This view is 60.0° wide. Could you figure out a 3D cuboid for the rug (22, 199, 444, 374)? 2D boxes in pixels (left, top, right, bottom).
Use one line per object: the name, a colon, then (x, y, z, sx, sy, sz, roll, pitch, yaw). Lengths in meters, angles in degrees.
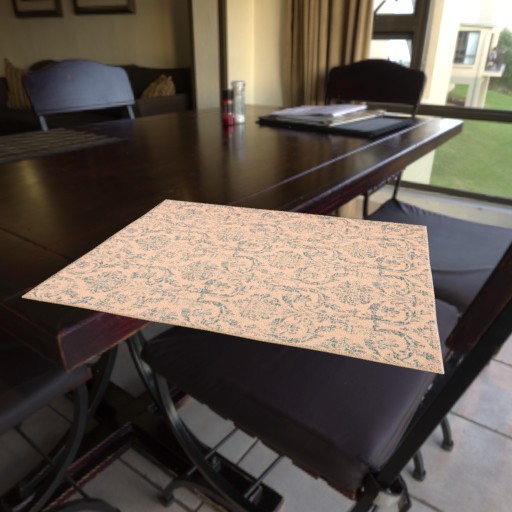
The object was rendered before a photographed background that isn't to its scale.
rug: (0.000, 0.000, 3.967, 2.980, 0.012, 2.363, 7, 27, 15)
